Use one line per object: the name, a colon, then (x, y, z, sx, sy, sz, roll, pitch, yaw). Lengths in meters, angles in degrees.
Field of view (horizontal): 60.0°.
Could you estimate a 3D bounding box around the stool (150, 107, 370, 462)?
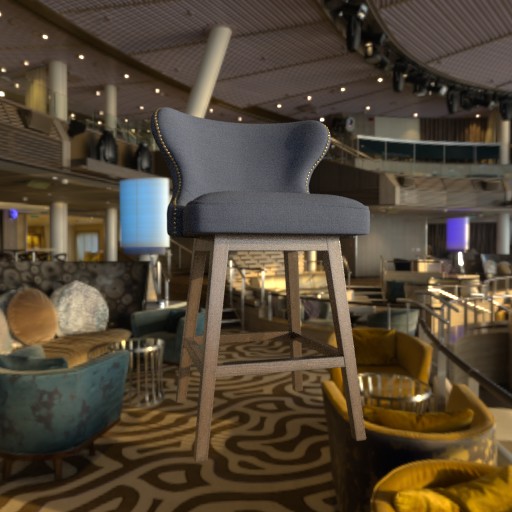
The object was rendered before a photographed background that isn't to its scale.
stool: (0.000, 0.000, 1.359, 0.615, 0.972, 0.597, 0, 1, -16)
